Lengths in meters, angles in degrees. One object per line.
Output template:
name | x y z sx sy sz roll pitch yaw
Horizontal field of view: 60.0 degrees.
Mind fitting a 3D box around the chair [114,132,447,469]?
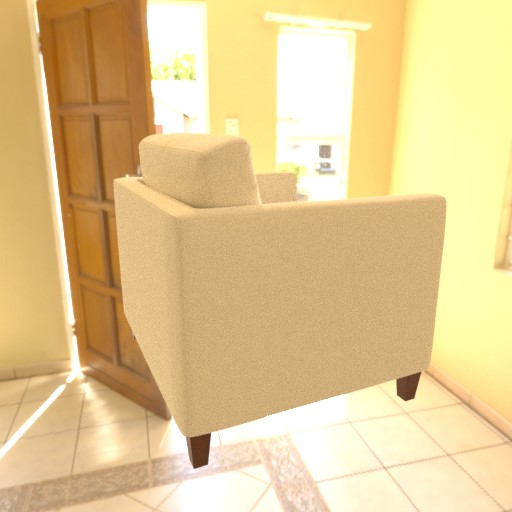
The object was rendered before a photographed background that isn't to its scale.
chair | 0.000 0.000 1.650 0.878 0.885 1.019 -7 17 -24
